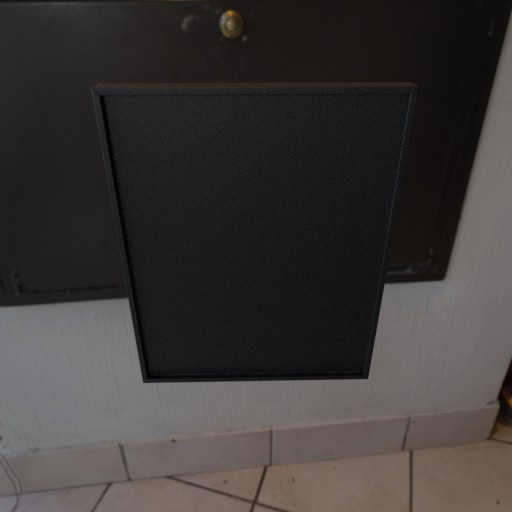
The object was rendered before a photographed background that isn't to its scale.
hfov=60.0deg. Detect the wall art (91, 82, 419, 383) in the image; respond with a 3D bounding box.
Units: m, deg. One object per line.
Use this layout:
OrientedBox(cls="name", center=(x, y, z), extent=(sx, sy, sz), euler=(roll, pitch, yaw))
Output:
OrientedBox(cls="wall art", center=(0.000, 0.000, 0.761), extent=(0.449, 0.555, 0.039), euler=(-1, 30, -1))
